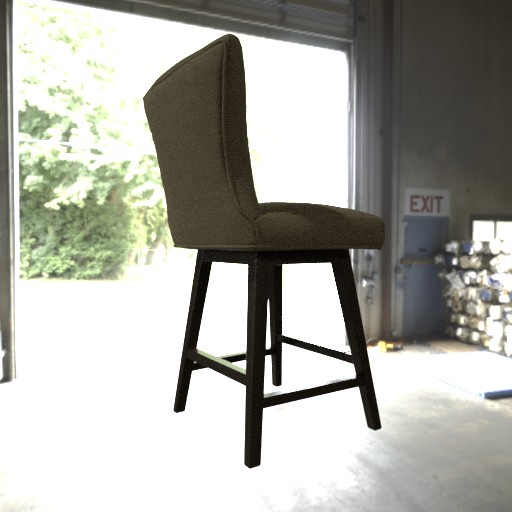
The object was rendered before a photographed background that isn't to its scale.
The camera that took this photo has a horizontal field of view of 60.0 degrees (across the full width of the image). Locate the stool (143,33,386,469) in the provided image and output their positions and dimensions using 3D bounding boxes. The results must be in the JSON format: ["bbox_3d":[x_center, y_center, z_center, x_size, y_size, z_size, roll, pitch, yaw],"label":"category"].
[{"bbox_3d":[0.000,0.000,1.315,0.574,1.000,0.514,-1,2,-35],"label":"stool"}]
